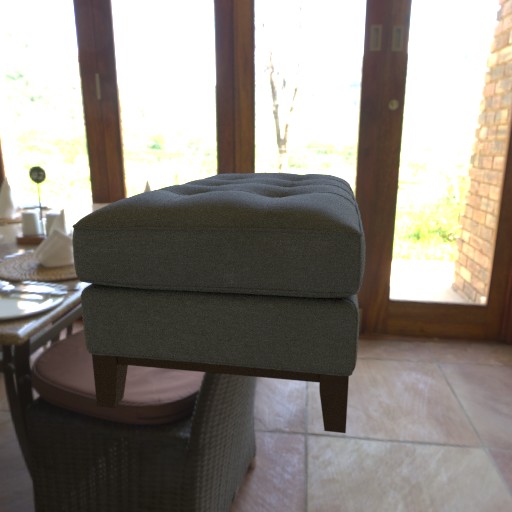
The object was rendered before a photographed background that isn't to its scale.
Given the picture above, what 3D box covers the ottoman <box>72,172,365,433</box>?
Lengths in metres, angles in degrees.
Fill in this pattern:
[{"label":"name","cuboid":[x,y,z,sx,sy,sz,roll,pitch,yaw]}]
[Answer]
[{"label":"ottoman","cuboid":[0.000,0.000,1.494,0.648,0.514,1.143,3,14,10]}]
